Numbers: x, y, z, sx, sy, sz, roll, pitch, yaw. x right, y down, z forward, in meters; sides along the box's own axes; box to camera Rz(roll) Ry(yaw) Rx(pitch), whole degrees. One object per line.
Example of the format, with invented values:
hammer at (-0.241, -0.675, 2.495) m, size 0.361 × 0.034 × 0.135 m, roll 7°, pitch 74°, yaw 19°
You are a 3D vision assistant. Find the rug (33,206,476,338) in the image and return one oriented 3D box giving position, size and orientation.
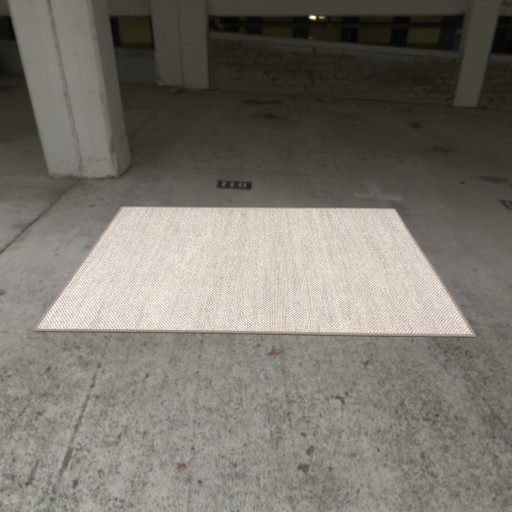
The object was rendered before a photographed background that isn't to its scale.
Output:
rug at (0.000, 0.000, 2.759) m, size 2.115 × 0.013 × 1.517 m, roll 1°, pitch 29°, yaw 1°
